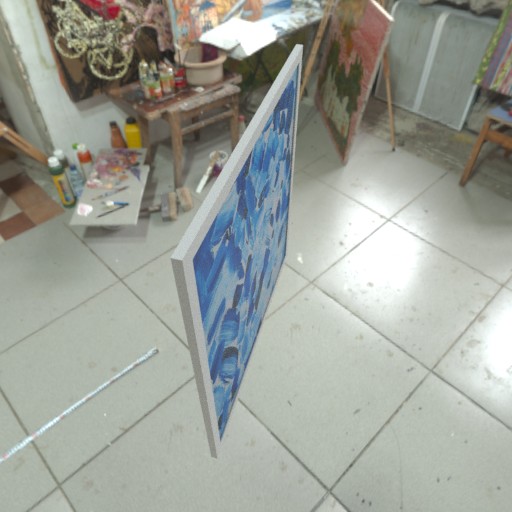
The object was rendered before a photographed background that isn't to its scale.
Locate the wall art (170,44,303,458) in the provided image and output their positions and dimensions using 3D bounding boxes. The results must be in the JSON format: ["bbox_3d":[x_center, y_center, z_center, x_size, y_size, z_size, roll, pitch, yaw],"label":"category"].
[{"bbox_3d":[0.000,0.000,0.980,0.015,0.660,0.660,12,48,11],"label":"wall art"}]
